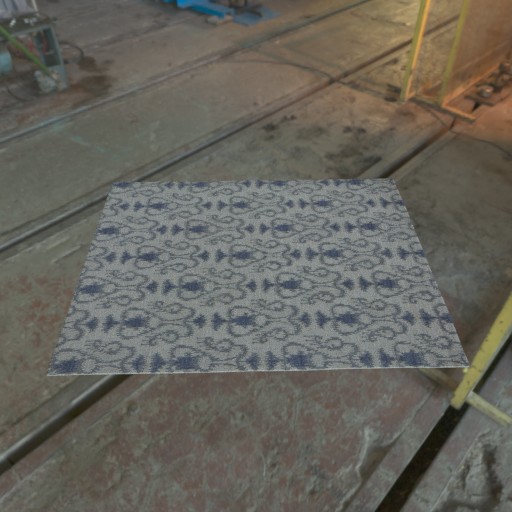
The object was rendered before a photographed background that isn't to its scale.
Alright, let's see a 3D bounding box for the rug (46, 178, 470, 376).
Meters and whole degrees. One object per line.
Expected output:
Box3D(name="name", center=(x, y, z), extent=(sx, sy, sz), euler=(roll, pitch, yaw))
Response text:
Box3D(name="rug", center=(0.000, 0.000, 4.187), extent=(3.205, 0.015, 2.437), euler=(-1, 45, -1))
